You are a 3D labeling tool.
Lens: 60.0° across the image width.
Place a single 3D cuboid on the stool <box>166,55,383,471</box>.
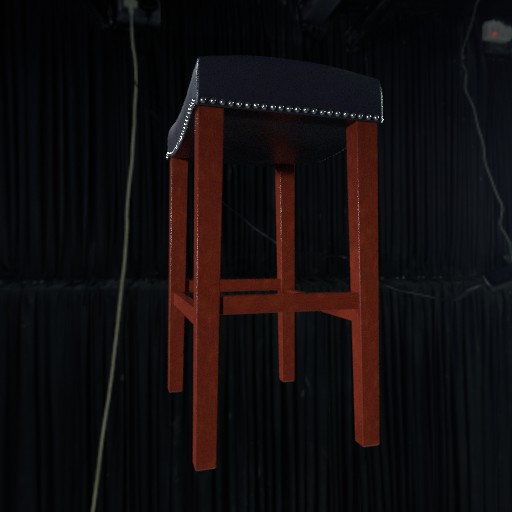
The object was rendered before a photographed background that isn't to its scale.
[{"bbox_3d":[0.000,0.000,1.044,0.372,0.742,0.504,0,1,-17],"label":"stool"}]
